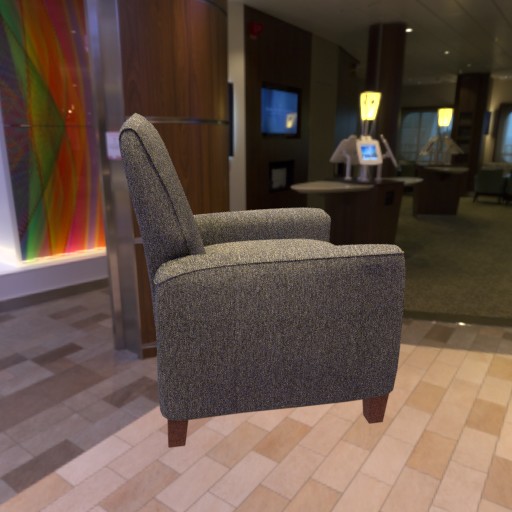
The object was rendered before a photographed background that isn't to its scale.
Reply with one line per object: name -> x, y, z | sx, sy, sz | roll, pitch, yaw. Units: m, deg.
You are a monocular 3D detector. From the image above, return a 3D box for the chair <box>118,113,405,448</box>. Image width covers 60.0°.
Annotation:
chair -> 0.000, 0.000, 1.666 | 0.864, 1.014, 0.848 | -3, 15, -10
